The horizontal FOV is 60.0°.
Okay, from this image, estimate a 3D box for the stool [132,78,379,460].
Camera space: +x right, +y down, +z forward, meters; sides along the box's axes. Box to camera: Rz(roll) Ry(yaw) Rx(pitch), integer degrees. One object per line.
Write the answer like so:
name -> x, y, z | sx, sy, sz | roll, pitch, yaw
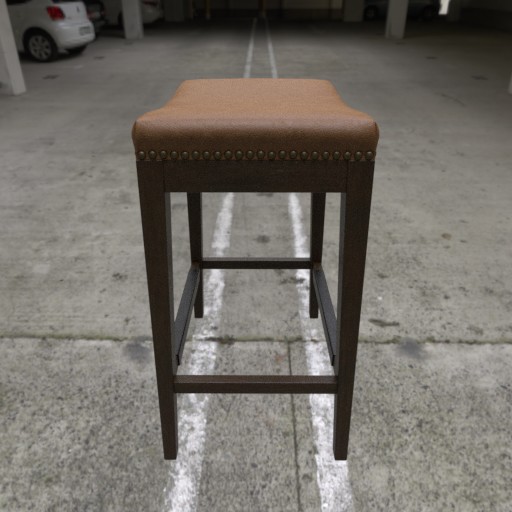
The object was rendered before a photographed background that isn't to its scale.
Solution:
stool -> 0.000, 0.000, 0.944 | 0.361, 0.660, 0.500 | 0, 28, 0
